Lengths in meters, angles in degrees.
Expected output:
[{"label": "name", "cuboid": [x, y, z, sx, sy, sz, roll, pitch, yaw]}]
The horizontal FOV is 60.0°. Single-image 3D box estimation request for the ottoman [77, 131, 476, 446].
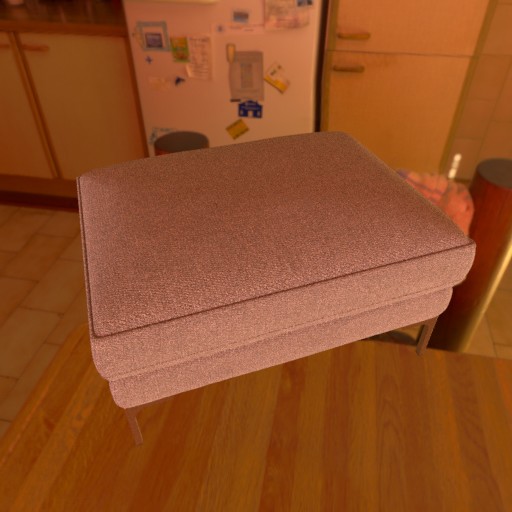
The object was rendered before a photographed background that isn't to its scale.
[{"label": "ottoman", "cuboid": [0.000, 0.000, 1.120, 0.785, 0.464, 0.583, -13, 42, -15]}]
